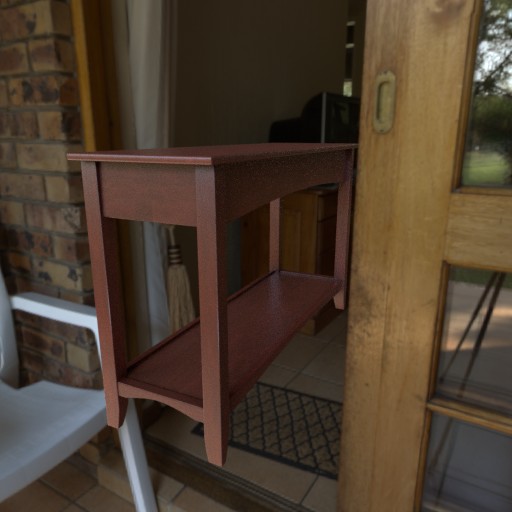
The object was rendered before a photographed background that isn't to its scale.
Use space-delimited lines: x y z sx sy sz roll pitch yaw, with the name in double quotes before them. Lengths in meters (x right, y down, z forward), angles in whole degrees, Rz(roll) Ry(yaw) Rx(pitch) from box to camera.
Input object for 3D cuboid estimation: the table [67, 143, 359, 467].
"table" 0.000 0.000 1.545 0.392 0.739 1.188 7 17 25
